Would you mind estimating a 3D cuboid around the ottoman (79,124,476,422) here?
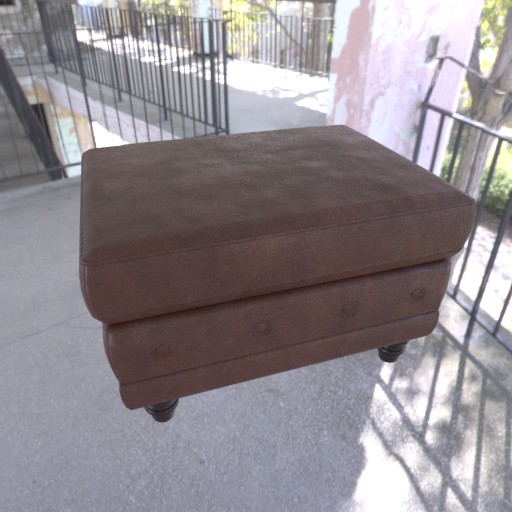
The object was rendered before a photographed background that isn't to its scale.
[{"bbox_3d":[0.000,0.000,1.156,0.795,0.509,0.588,-10,33,-15],"label":"ottoman"}]
